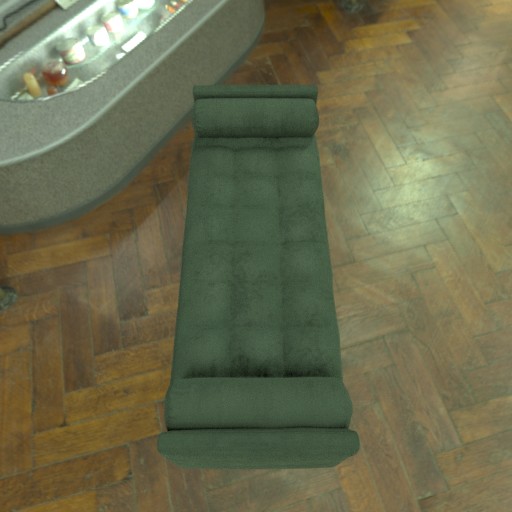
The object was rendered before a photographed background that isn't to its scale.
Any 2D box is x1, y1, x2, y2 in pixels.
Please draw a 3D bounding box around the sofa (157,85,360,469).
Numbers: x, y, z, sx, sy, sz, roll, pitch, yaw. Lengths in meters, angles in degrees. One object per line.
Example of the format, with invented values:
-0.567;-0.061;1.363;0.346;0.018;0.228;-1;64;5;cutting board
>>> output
0.000;0.000;2.476;0.817;0.681;2.130;0;59;0;sofa
